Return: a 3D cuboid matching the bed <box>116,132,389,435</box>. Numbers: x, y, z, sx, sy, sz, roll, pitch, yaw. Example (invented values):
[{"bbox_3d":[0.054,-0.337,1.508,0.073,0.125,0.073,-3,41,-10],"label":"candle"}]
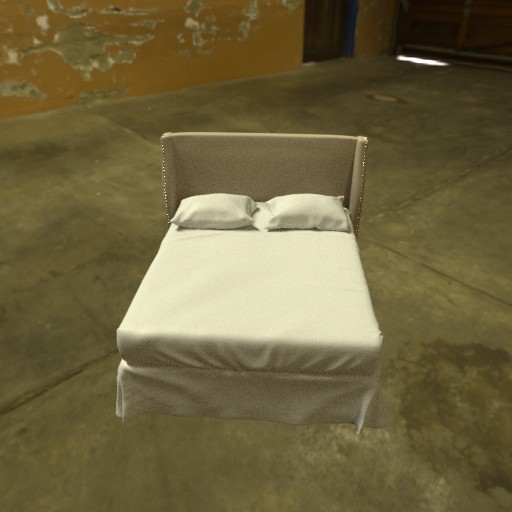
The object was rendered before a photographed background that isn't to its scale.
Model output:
[{"bbox_3d":[0.000,0.000,3.533,1.925,1.332,2.276,2,32,3],"label":"bed"}]
